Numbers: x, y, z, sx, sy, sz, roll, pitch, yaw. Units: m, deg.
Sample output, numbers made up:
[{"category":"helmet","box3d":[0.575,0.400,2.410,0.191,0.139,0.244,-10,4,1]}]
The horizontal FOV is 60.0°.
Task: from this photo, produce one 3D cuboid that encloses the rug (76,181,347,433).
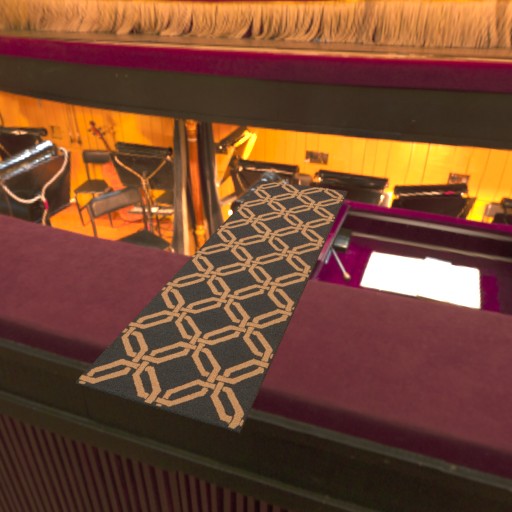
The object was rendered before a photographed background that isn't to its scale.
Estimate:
[{"category":"rug","box3d":[0.000,0.000,2.528,0.678,0.014,2.276,10,32,16]}]
